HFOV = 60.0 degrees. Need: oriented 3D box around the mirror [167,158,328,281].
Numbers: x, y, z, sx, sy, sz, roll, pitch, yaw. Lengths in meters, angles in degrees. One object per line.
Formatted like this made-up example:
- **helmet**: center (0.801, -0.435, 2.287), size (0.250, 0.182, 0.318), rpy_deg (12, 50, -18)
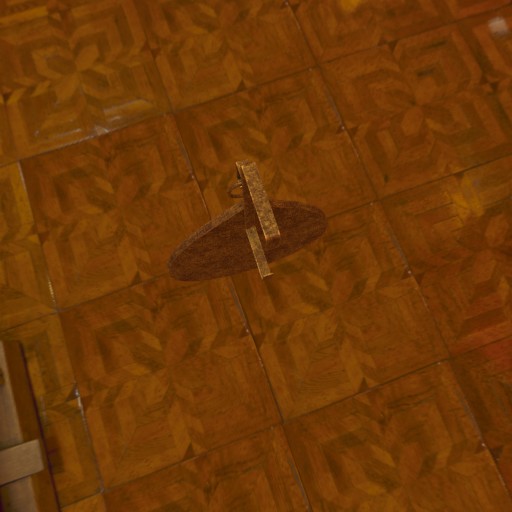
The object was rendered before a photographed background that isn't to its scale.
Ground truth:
- **mirror**: center (0.000, 0.000, 0.925), size (0.405, 0.744, 0.144), rpy_deg (-17, 77, -4)
